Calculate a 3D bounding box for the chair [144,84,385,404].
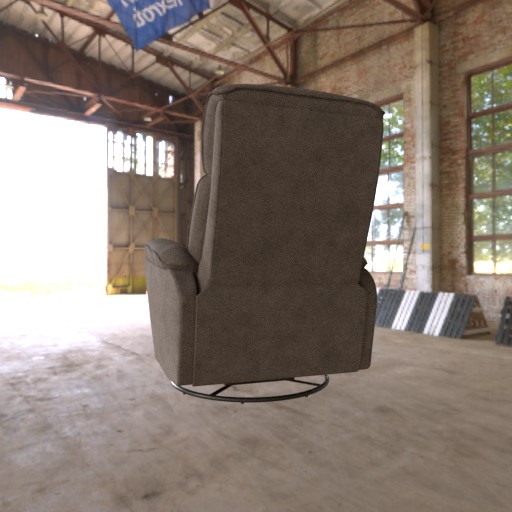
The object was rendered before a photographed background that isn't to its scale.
[{"bbox_3d":[0.000,0.000,1.798,0.830,1.036,1.009,0,-1,-18],"label":"chair"}]
